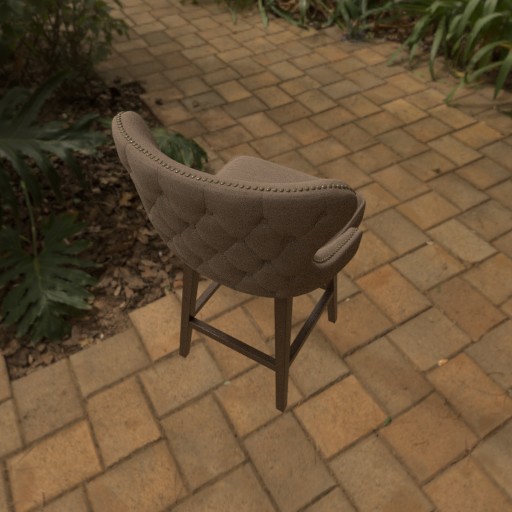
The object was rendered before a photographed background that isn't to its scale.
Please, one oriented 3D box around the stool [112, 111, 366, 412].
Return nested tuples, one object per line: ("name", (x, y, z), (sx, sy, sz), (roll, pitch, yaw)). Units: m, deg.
("stool", (0.000, 0.000, 1.368), (0.615, 0.972, 0.597), (23, 50, 21))
